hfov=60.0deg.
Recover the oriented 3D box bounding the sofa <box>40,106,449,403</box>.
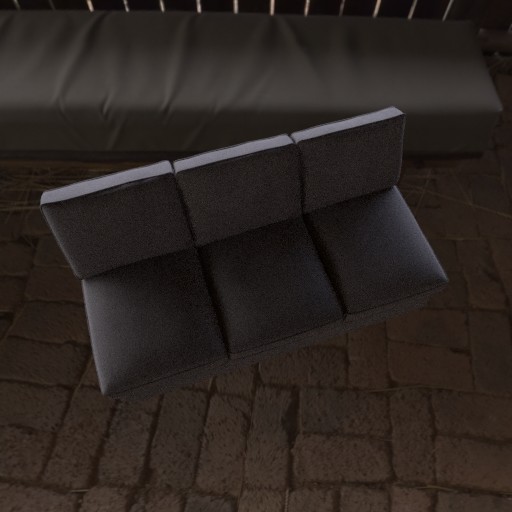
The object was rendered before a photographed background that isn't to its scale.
[{"bbox_3d":[0.000,0.000,2.516,1.962,0.973,1.027,-17,65,-8],"label":"sofa"}]
